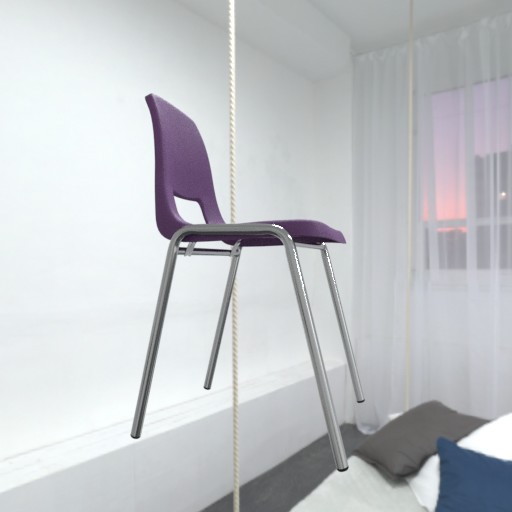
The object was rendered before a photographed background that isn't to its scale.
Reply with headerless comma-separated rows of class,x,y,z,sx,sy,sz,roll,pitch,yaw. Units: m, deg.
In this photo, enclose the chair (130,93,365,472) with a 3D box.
chair,0.000,0.000,0.959,0.432,0.704,0.381,0,0,18
